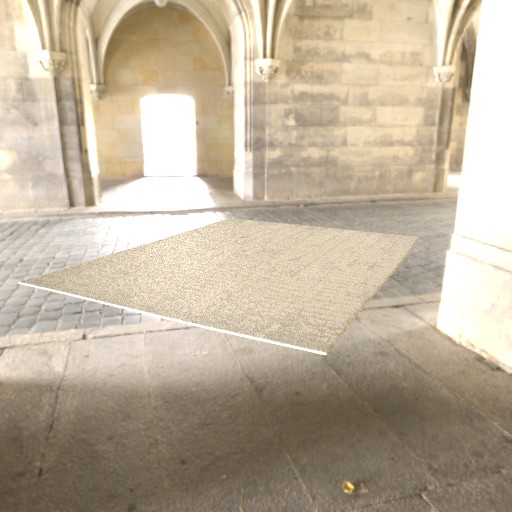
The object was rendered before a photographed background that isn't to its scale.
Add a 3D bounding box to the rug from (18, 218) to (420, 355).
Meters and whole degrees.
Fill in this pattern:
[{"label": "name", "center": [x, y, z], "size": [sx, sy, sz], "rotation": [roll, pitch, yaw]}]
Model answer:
[{"label": "rug", "center": [0.000, 0.000, 4.084], "size": [2.447, 0.014, 3.061], "rotation": [8, 17, 27]}]
